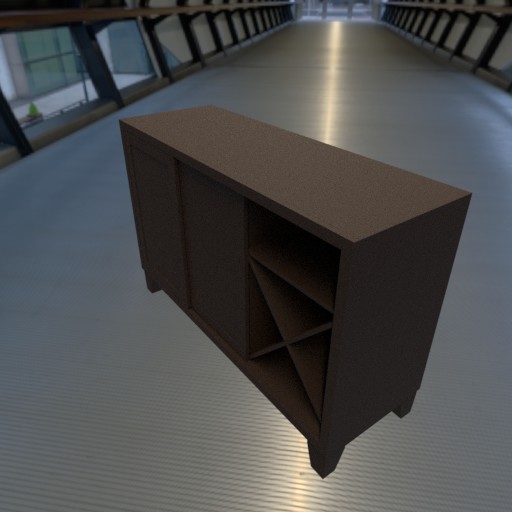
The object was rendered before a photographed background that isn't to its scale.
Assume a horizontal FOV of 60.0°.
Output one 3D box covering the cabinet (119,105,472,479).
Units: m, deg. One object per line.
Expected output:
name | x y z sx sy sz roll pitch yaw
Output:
cabinet | 0.000 0.000 1.839 0.482 0.914 1.396 -21 37 -31
